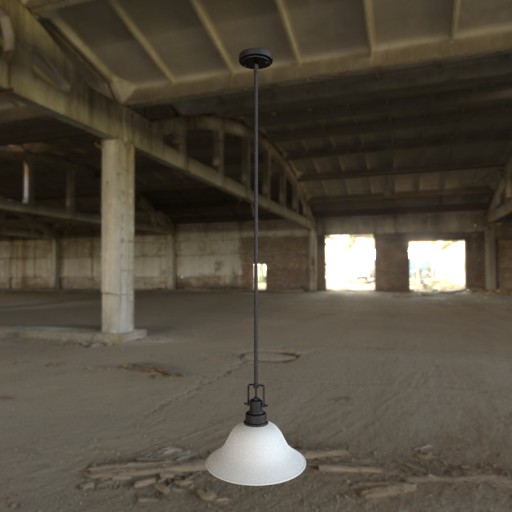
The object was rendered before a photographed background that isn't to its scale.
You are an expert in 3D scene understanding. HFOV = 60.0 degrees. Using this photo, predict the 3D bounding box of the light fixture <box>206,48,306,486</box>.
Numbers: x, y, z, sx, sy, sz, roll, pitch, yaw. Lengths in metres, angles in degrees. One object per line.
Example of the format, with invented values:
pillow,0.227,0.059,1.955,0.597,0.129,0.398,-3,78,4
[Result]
light fixture,0.000,0.000,1.461,0.324,1.337,0.324,-1,-2,18
